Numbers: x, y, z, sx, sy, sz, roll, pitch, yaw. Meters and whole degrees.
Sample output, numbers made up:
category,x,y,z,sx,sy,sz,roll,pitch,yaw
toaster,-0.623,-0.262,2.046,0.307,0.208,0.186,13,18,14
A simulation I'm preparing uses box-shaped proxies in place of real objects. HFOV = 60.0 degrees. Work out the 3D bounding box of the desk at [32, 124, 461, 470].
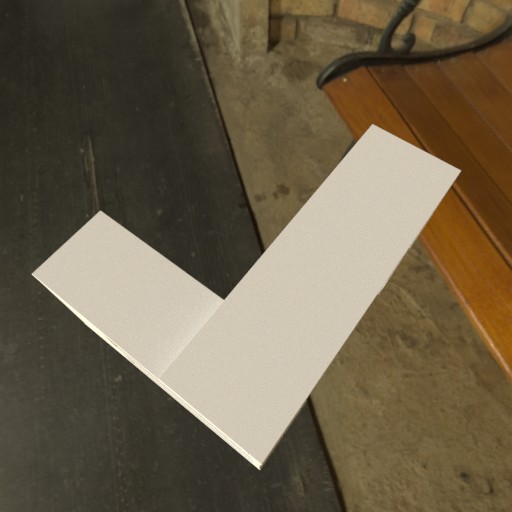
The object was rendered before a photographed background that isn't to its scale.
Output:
category,x,y,z,sx,sy,sz,roll,pitch,yaw
desk,0.000,0.000,2.246,1.200,0.753,1.524,34,68,16
